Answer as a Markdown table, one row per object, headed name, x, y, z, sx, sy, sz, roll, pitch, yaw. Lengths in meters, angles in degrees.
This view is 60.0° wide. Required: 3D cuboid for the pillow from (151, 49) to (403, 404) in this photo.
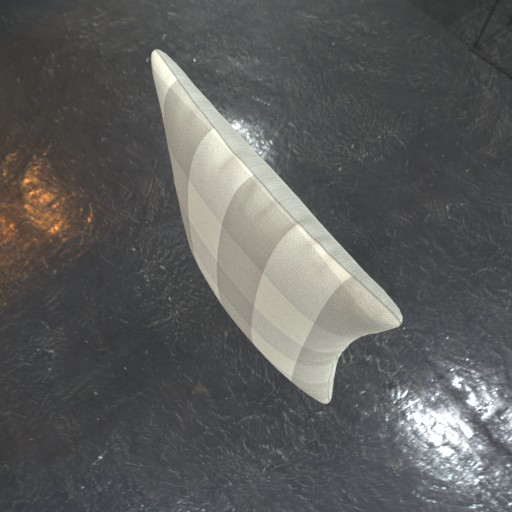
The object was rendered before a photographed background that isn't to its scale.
| name | x | y | z | sx | sy | sz | roll | pitch | yaw |
| --- | --- | --- | --- | --- | --- | --- | --- | --- | --- |
| pillow | 0.000 | 0.000 | 0.773 | 0.161 | 0.509 | 0.511 | -32 | 67 | -15 |
